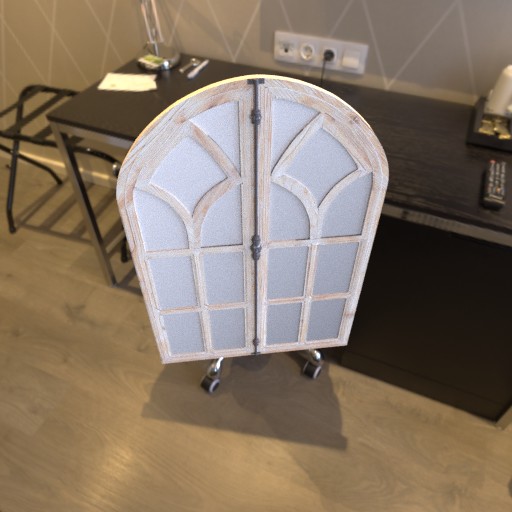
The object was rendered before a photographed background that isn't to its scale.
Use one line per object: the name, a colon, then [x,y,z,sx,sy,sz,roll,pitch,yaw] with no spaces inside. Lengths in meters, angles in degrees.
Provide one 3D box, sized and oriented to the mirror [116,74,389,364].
mirror: [0.000,0.000,1.129,0.609,0.915,0.032,-5,45,-5]
